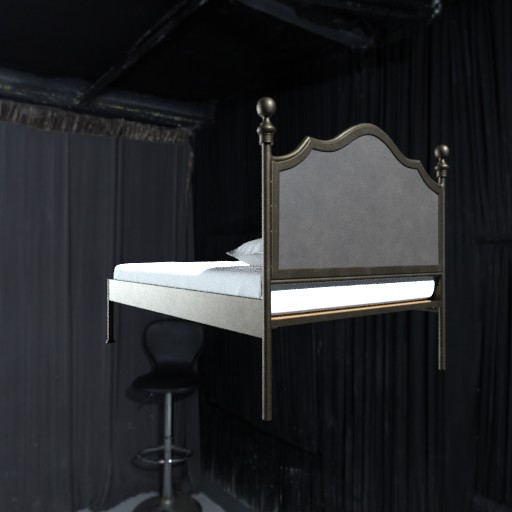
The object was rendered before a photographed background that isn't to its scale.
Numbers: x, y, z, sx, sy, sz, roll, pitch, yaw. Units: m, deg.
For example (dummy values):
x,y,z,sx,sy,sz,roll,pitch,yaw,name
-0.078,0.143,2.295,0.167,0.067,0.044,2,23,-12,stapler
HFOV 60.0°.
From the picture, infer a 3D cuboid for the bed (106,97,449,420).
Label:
x,y,z,sx,sy,sz,roll,pitch,yaw,name
0.000,0.000,3.273,1.533,1.462,2.170,0,0,-37,bed
